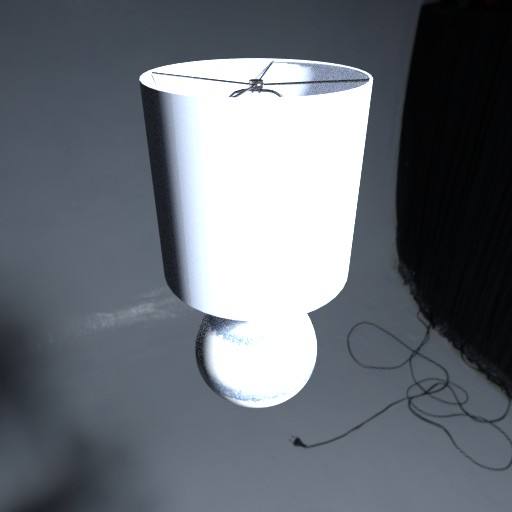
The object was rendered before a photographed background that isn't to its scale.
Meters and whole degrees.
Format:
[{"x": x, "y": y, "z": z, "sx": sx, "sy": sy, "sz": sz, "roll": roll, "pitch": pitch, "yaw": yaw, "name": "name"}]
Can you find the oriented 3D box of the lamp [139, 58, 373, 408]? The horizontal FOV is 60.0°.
[{"x": 0.000, "y": 0.000, "z": 0.526, "sx": 0.216, "sy": 0.404, "sz": 0.216, "roll": -10, "pitch": 33, "yaw": -16, "name": "lamp"}]
